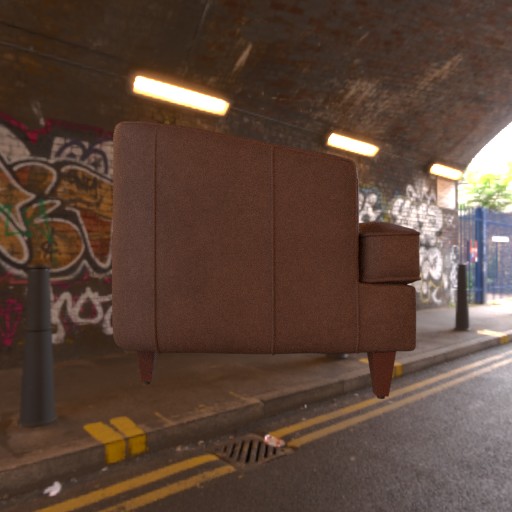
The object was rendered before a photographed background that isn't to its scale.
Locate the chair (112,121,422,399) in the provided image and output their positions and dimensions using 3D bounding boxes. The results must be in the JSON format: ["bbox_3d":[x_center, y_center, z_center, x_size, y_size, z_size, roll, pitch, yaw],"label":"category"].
[{"bbox_3d":[0.000,0.000,1.694,0.914,0.787,1.118,0,-1,-1],"label":"chair"}]
